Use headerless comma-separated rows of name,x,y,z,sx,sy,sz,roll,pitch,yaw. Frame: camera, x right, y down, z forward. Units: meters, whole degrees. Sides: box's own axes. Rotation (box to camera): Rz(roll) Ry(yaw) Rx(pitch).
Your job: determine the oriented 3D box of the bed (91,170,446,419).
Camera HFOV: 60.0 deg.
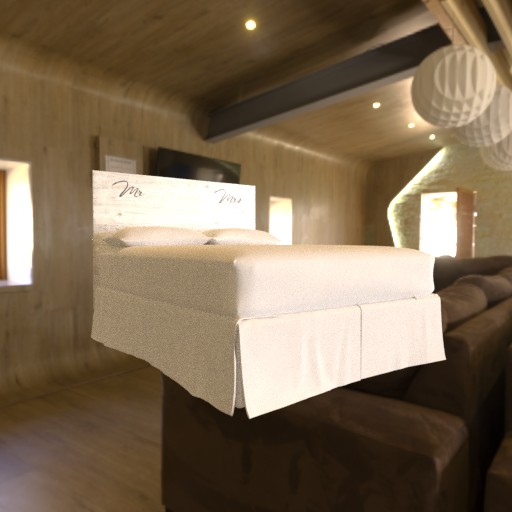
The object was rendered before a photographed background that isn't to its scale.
bed,0.000,0.000,3.200,1.745,1.335,2.094,-1,2,-37
